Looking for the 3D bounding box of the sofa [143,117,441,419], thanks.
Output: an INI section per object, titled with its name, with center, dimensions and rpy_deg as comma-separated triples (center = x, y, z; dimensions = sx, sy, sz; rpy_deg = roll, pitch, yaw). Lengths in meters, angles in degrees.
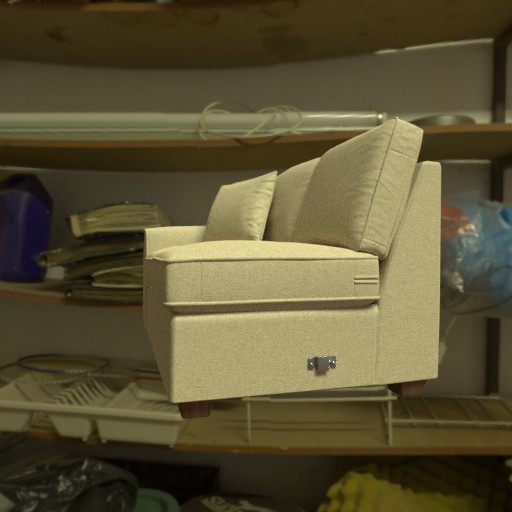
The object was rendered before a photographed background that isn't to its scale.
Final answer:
[sofa]
center = 0.000, 0.000, 2.077
dimensions = 0.991, 0.989, 1.388
rpy_deg = 0, 1, -17
